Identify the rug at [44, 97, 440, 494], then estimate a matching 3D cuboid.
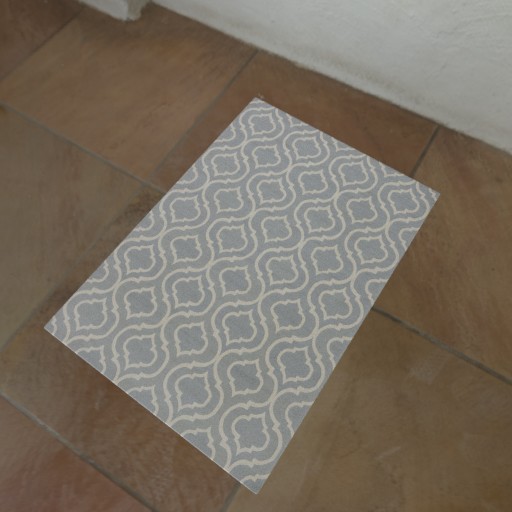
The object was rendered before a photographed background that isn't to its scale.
[{"bbox_3d":[0.000,0.000,2.666,1.451,0.010,2.080,32,69,14],"label":"rug"}]
